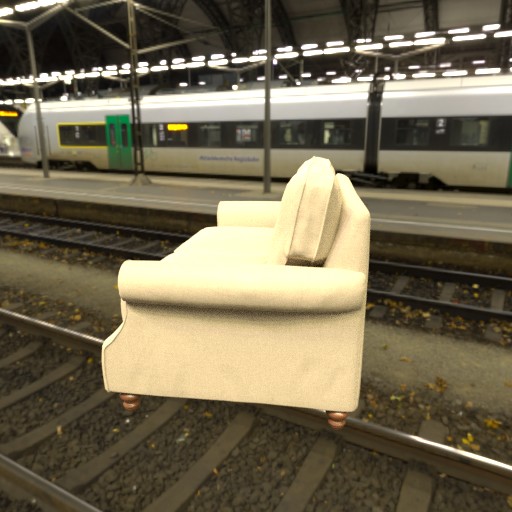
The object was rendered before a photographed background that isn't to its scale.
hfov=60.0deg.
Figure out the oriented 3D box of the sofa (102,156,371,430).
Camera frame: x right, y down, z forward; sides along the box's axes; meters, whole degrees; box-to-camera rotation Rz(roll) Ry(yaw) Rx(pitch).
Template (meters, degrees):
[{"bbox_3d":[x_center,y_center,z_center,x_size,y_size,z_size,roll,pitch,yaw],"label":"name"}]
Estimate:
[{"bbox_3d":[0.000,0.000,2.242,0.964,0.937,1.665,2,15,8],"label":"sofa"}]
